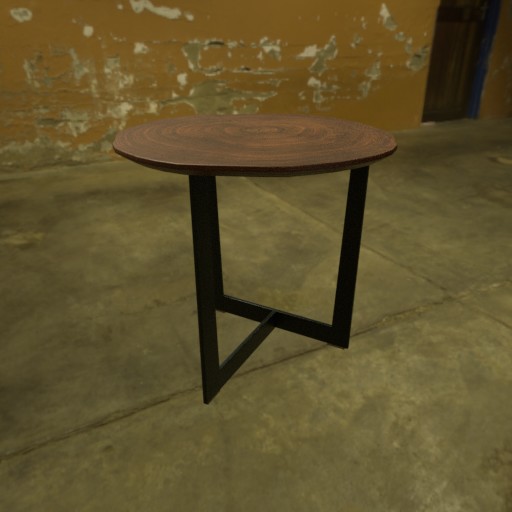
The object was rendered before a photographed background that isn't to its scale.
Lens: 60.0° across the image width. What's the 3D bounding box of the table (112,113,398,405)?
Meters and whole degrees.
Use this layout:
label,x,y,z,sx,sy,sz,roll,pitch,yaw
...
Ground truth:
label,x,y,z,sx,sy,sz,roll,pitch,yaw
table,0.000,0.000,0.874,0.477,0.476,0.494,8,26,16
